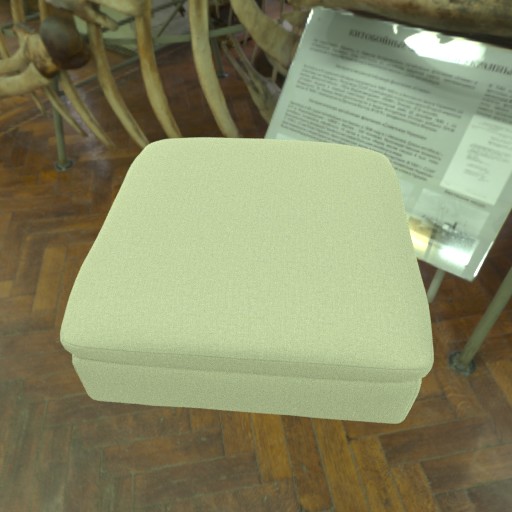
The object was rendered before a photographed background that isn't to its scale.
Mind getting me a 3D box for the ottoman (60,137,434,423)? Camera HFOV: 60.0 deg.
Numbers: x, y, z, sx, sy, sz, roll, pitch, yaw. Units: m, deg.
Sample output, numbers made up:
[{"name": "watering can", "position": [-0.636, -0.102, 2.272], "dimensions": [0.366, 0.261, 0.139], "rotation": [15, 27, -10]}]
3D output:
[{"name": "ottoman", "position": [0.000, 0.000, 1.519], "dimensions": [0.996, 0.467, 0.977], "rotation": [3, 46, 3]}]
